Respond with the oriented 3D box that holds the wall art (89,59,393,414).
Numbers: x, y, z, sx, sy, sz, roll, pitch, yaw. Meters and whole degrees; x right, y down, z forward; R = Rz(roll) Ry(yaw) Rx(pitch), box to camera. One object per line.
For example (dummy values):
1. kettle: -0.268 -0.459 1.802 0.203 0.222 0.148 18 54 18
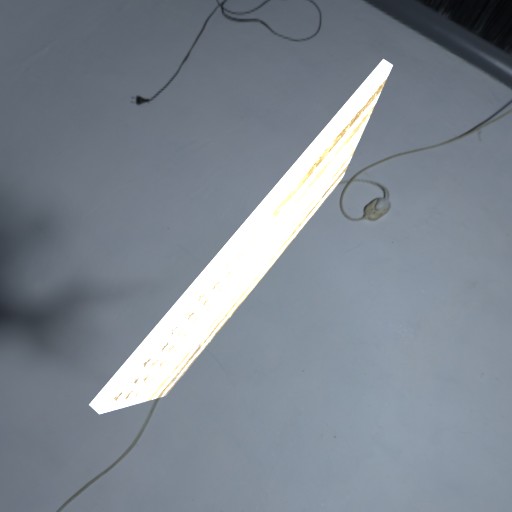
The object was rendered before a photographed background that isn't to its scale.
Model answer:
1. wall art: 0.000 0.000 1.182 0.027 0.610 0.932 38 79 9
